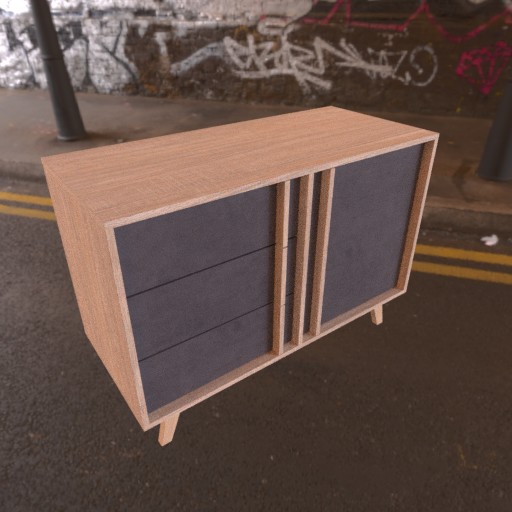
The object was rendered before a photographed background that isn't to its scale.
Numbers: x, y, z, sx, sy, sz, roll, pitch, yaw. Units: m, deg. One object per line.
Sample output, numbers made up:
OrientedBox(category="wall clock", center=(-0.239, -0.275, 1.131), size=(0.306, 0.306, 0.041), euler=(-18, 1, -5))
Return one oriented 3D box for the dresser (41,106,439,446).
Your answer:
OrientedBox(category="dresser", center=(0.000, 0.000, 1.532), size=(1.110, 0.780, 0.500), euler=(-20, 36, -30))
